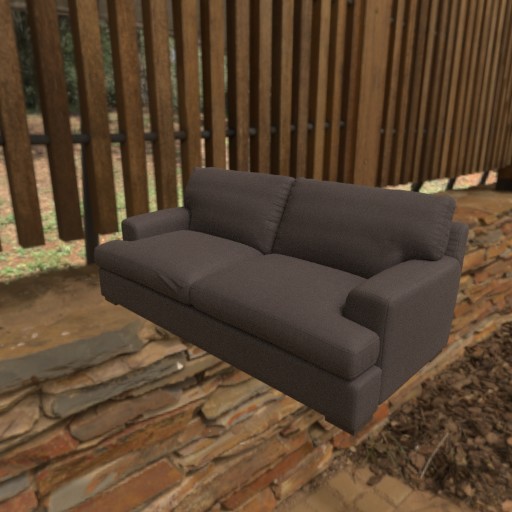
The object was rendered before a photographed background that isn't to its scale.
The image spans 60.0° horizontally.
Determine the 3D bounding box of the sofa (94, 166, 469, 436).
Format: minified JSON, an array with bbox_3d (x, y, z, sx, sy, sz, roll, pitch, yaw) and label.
[{"bbox_3d":[0.000,0.000,2.867,2.271,0.950,1.140,16,24,41],"label":"sofa"}]
